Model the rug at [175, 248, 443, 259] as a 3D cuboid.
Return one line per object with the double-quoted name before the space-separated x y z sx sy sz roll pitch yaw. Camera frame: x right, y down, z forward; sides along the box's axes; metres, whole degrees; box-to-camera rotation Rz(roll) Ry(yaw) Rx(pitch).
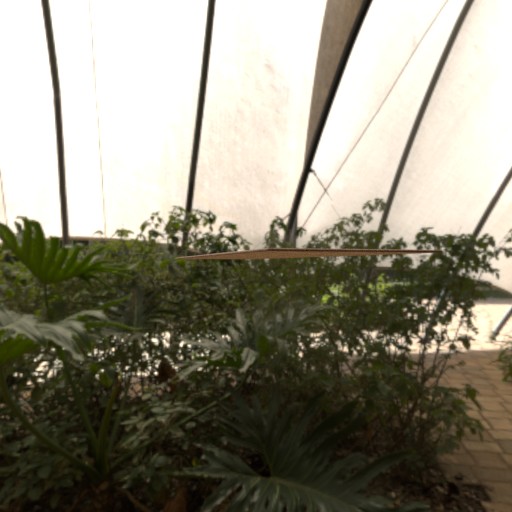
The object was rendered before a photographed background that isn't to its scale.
"rug" 0.000 0.000 2.689 0.685 0.013 2.437 0 -1 -17
